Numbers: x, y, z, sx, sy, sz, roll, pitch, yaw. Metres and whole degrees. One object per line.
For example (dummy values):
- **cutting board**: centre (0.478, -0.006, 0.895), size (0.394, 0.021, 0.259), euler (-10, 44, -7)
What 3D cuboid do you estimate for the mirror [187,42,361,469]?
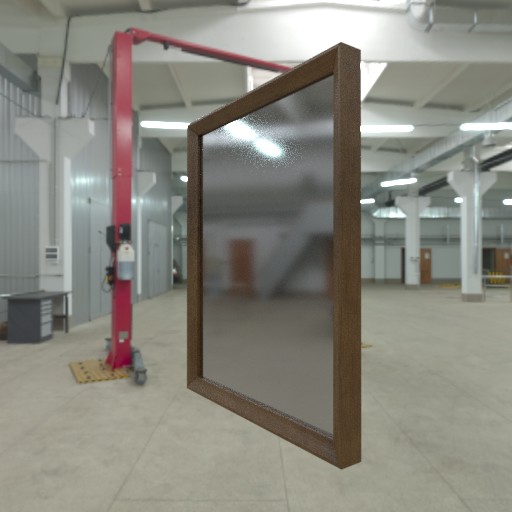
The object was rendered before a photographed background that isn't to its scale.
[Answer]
- **mirror**: centre (0.000, 0.000, 0.703), size (0.041, 0.509, 0.406), euler (0, 0, -35)
